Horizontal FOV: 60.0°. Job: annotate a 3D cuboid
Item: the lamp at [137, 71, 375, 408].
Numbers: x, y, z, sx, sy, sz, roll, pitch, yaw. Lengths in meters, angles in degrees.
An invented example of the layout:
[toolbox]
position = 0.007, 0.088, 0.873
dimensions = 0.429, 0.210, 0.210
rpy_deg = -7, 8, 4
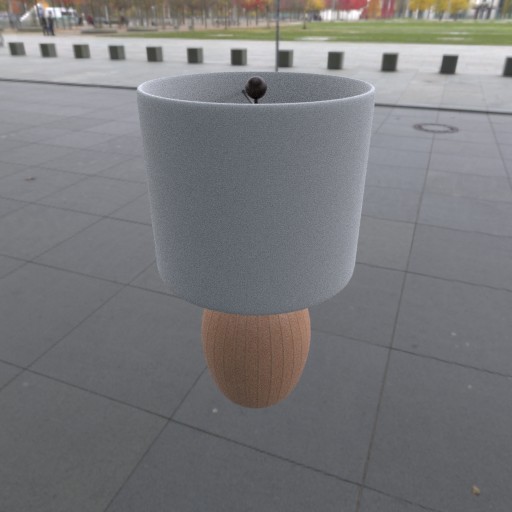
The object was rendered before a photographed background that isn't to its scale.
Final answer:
[lamp]
position = 0.000, 0.000, 0.753
dimensions = 0.329, 0.570, 0.329
rpy_deg = 0, 28, 0
